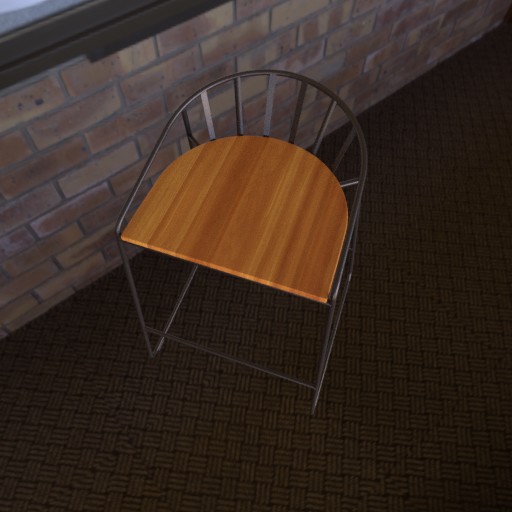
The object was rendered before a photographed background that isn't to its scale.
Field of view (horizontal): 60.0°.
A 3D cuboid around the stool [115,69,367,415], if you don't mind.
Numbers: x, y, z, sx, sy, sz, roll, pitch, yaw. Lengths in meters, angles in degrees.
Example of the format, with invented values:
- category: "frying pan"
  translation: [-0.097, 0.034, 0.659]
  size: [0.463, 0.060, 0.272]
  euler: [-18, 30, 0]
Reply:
- category: "stool"
  translation: [0.000, 0.000, 1.170]
  size: [0.546, 0.812, 0.521]
  euler: [17, 61, 10]
